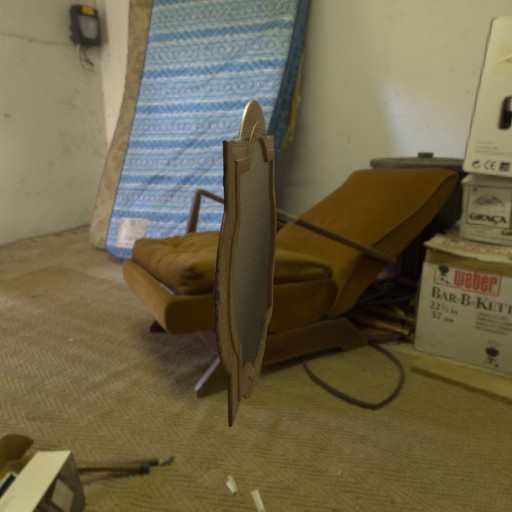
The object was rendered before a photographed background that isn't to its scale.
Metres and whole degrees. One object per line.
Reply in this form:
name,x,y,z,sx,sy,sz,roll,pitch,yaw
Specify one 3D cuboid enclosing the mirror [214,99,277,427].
mirror,0.000,0.000,1.056,0.019,0.686,0.686,3,16,10
